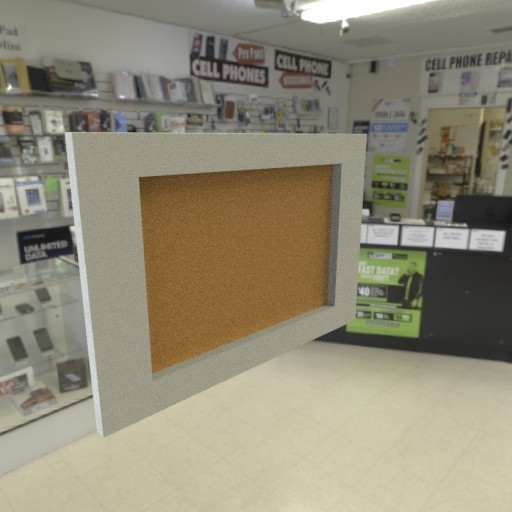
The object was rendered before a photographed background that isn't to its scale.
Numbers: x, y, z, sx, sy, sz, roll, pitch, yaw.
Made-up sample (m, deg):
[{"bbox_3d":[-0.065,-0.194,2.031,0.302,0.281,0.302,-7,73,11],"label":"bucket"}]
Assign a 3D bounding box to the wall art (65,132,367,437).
[{"bbox_3d":[0.000,0.000,1.159,0.906,0.617,0.033,-14,20,-41],"label":"wall art"}]
